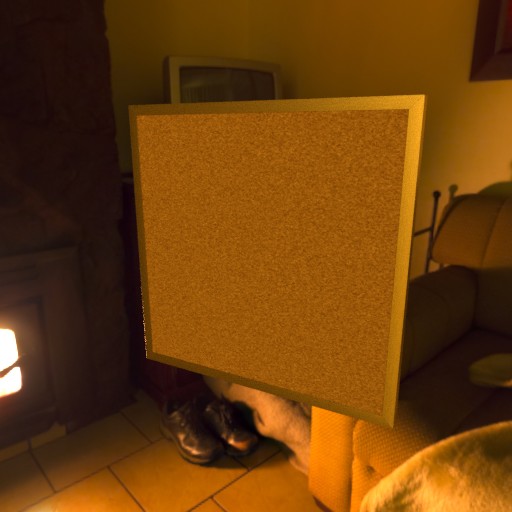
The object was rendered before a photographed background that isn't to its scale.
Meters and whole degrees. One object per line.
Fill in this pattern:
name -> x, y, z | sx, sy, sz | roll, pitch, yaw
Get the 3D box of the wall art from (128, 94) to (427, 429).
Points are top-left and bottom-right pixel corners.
wall art -> 0.000, 0.000, 1.158 | 0.767, 0.765, 0.036 | 8, 17, 26
